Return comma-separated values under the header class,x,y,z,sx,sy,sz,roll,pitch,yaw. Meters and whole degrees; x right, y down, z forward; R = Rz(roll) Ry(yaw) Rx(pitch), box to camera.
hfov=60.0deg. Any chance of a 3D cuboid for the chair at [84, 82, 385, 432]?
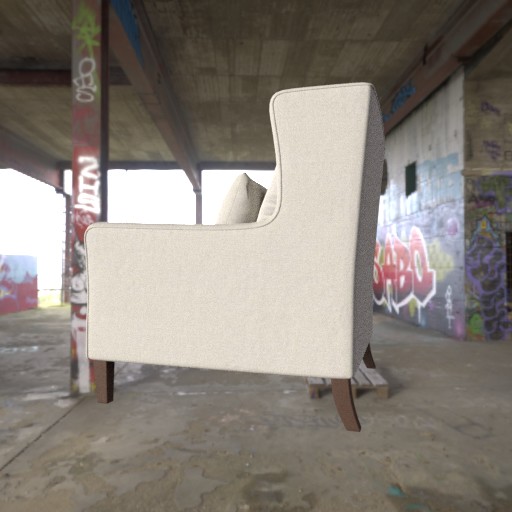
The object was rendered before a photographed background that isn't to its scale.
class,x,y,z,sx,sy,sz,roll,pitch,yaw
chair,0.000,0.000,1.865,1.040,1.056,0.982,0,-1,18
